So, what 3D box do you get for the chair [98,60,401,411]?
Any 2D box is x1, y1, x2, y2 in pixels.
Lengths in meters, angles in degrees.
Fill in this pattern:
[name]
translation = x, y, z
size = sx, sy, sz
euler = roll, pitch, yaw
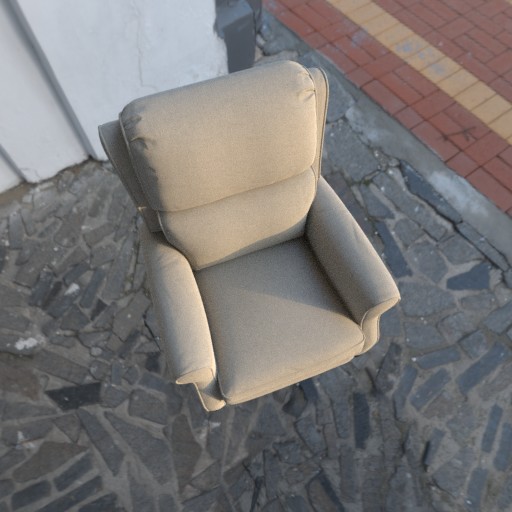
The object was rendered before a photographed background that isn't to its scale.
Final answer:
[chair]
translation = 0.000, 0.000, 1.723
size = 0.859, 1.046, 0.919
euler = -18, 66, -9
